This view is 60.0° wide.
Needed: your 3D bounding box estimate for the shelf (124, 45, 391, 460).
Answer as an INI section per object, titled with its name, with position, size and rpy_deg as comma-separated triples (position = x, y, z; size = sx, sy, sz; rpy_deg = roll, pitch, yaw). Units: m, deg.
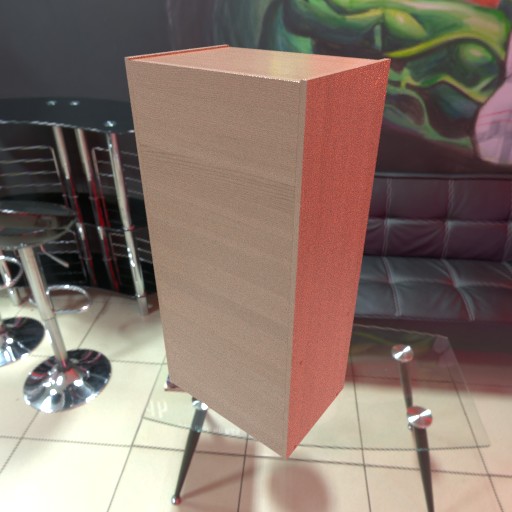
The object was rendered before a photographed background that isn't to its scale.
[shelf]
position = 0.000, 0.000, 1.067
size = 0.417, 0.876, 0.292
rpy_deg = 22, 37, 32
